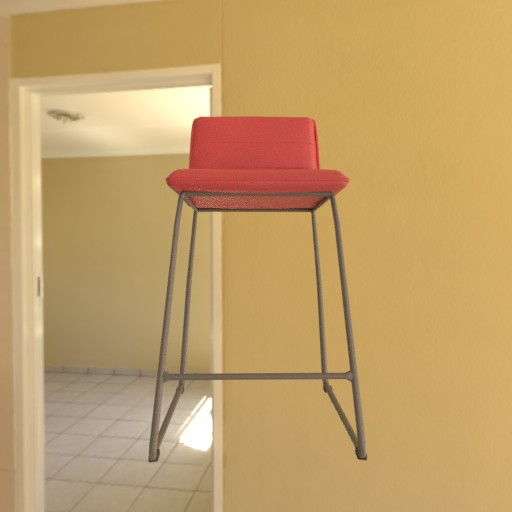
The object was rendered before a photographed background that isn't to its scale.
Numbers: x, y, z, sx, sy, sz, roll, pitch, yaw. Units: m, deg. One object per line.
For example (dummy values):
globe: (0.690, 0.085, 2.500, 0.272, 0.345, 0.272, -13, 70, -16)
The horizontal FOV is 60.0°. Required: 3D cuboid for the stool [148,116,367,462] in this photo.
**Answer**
stool: (0.000, 0.000, 1.170, 0.489, 0.866, 0.524, 0, 1, -1)
